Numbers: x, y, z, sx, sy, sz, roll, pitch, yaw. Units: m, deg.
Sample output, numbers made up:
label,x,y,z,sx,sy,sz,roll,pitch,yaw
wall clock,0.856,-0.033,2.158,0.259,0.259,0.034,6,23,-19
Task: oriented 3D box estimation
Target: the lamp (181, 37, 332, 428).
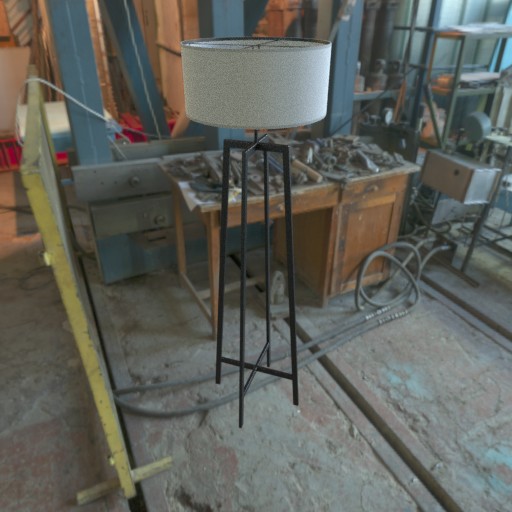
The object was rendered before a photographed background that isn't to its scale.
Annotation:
label,x,y,z,sx,sy,sz,roll,pitch,yaw
lamp,0.000,0.000,1.732,0.456,1.510,0.457,10,31,17
